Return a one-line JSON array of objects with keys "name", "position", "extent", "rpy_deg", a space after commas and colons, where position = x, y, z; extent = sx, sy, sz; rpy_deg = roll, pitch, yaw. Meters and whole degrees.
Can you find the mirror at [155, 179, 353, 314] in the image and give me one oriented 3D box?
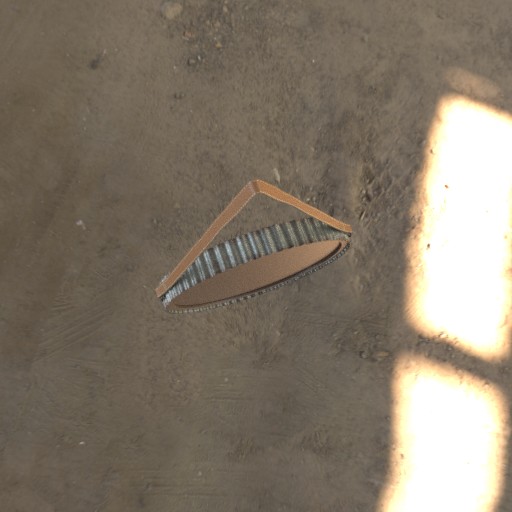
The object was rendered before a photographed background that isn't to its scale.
[{"name": "mirror", "position": [0.000, 0.000, 0.713], "extent": [0.355, 0.568, 0.042], "rpy_deg": [-19, 77, -5]}]
